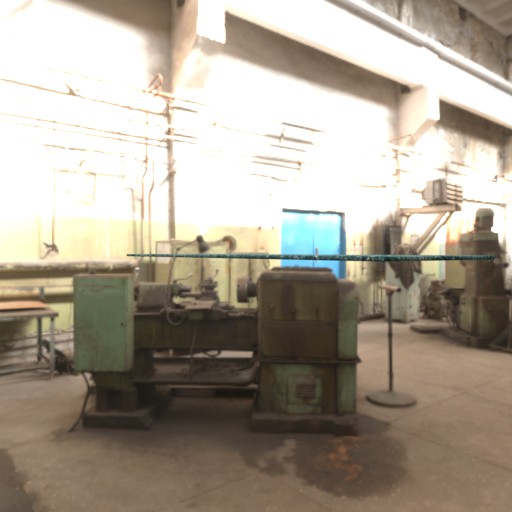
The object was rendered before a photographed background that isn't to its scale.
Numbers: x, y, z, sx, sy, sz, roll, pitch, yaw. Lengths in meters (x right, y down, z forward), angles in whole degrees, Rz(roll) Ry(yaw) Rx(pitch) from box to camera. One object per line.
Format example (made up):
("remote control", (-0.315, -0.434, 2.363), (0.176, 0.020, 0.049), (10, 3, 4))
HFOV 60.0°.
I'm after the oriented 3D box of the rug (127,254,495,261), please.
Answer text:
("rug", (0.000, 0.000, 2.466), (0.676, 0.016, 2.286), (0, 1, -35))
